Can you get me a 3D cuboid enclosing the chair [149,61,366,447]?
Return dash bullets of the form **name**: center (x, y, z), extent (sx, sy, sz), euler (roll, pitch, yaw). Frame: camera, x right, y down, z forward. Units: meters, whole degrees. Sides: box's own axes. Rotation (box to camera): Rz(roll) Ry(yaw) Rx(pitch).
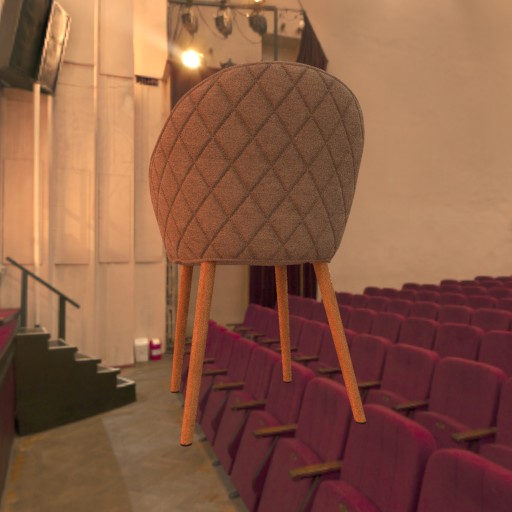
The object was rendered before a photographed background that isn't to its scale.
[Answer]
- **chair**: center (0.000, 0.000, 1.162), extent (0.540, 0.800, 0.530), euler (0, -1, -18)
